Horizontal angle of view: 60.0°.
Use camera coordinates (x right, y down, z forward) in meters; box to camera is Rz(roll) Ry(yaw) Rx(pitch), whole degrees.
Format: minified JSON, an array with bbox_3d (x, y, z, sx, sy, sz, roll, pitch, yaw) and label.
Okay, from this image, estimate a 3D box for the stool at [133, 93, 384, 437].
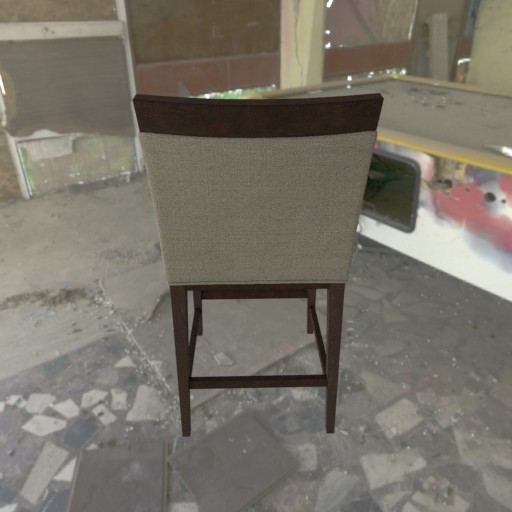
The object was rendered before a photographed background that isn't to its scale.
[{"bbox_3d":[0.000,0.000,1.343,0.512,1.009,0.531,-1,30,-1],"label":"stool"}]
